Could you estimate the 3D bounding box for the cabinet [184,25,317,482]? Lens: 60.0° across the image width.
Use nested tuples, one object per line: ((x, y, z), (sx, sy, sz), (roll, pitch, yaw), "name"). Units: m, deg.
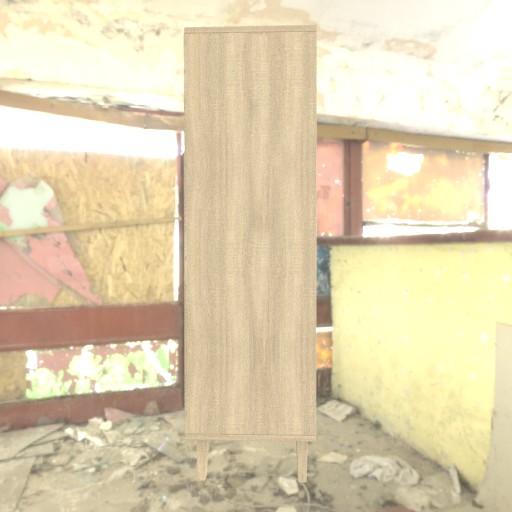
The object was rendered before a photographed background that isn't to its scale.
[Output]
((0.000, 0.000, 1.886), (0.398, 1.388, 1.111), (0, 1, 2), "cabinet")
